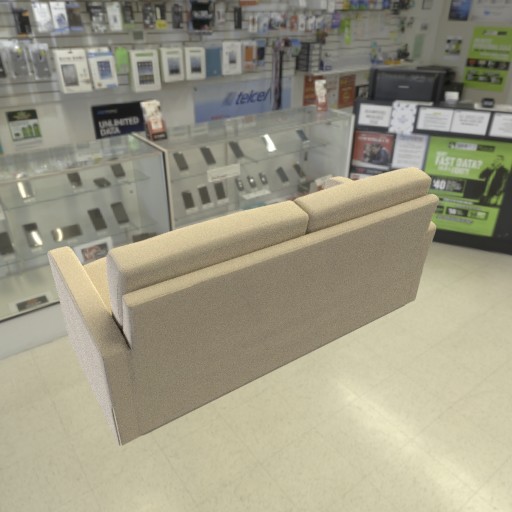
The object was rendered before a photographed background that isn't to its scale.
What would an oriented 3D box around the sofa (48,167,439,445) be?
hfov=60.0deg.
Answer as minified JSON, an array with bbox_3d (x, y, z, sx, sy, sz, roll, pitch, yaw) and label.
[{"bbox_3d":[0.000,0.000,2.261,1.808,0.831,0.894,-19,35,-29],"label":"sofa"}]
